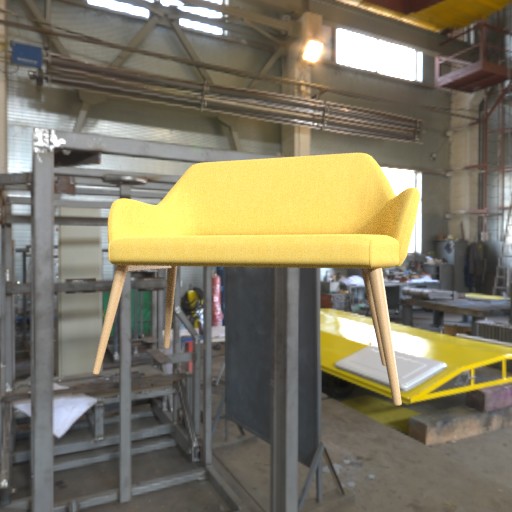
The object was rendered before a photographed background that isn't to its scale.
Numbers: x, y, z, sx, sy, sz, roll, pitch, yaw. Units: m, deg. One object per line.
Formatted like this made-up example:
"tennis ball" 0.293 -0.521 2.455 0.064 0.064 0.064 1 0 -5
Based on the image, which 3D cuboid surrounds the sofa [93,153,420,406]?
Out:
"sofa" 0.000 0.000 1.667 1.150 0.840 0.610 0 1 18
